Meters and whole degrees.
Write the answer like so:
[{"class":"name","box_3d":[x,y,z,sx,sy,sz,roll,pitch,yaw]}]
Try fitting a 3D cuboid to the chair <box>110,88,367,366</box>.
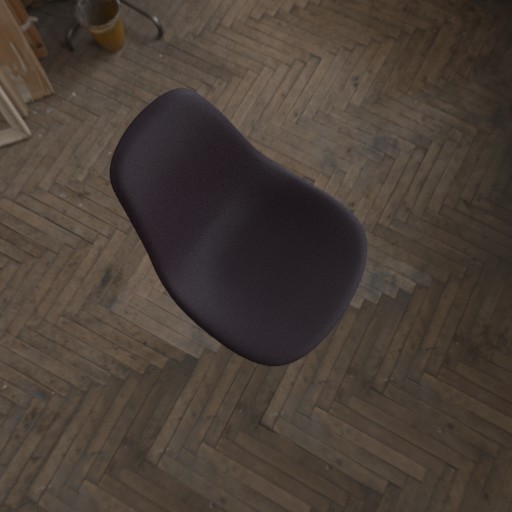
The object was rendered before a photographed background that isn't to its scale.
[{"class":"chair","box_3d":[0.000,0.000,1.160,0.533,0.826,0.470,34,79,8]}]
